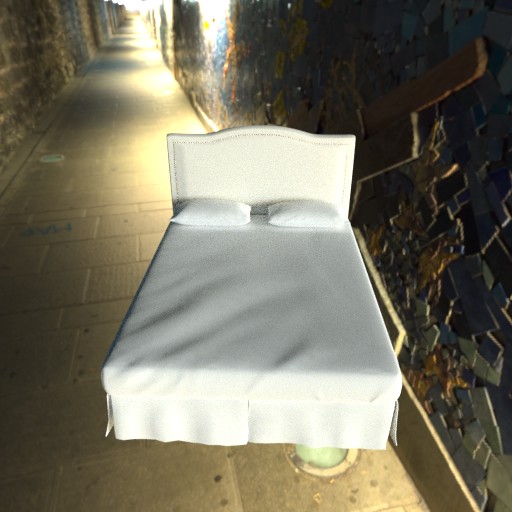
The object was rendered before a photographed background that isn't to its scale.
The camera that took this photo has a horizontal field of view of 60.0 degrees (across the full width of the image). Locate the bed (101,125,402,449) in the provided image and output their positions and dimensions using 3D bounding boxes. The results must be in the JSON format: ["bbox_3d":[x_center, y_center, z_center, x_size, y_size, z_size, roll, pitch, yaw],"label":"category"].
[{"bbox_3d":[0.000,0.000,3.361,1.821,1.436,2.282,1,30,2],"label":"bed"}]
